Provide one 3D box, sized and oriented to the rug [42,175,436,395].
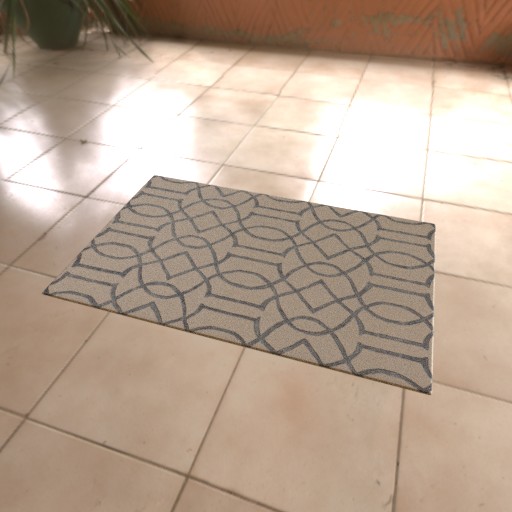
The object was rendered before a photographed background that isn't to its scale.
[{"bbox_3d":[0.000,0.000,3.073,2.365,0.017,1.521,12,42,13],"label":"rug"}]
